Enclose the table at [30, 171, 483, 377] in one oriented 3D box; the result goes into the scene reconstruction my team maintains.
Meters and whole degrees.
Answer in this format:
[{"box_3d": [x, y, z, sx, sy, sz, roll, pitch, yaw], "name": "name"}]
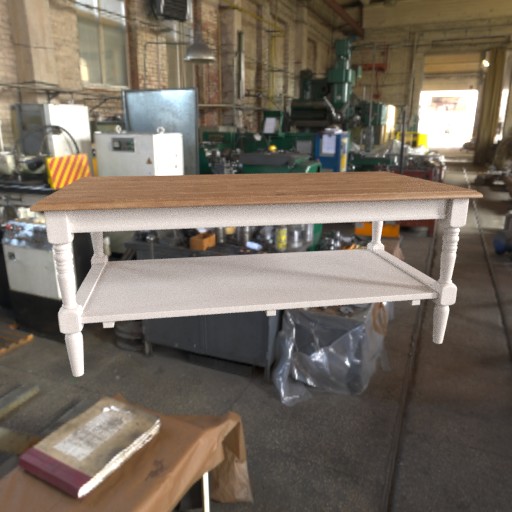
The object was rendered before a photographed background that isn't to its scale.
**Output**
[{"box_3d": [0.000, 0.000, 1.399, 1.118, 0.458, 0.559, -3, 16, -10], "name": "table"}]
